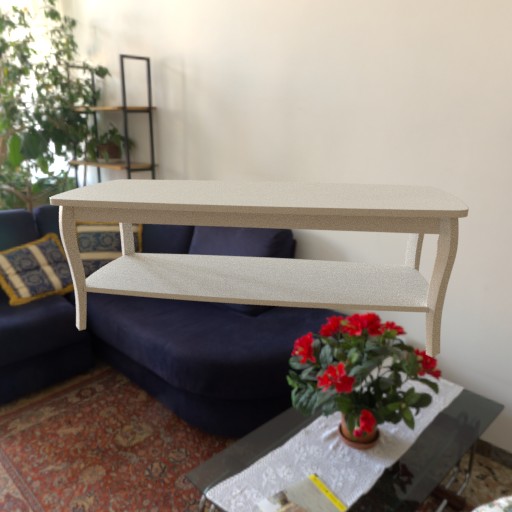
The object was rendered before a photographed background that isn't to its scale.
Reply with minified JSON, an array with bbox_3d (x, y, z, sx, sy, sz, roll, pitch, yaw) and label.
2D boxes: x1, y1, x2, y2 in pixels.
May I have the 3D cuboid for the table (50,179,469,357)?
[{"bbox_3d":[0.000,0.000,1.630,1.334,0.474,0.561,3,17,9],"label":"table"}]
